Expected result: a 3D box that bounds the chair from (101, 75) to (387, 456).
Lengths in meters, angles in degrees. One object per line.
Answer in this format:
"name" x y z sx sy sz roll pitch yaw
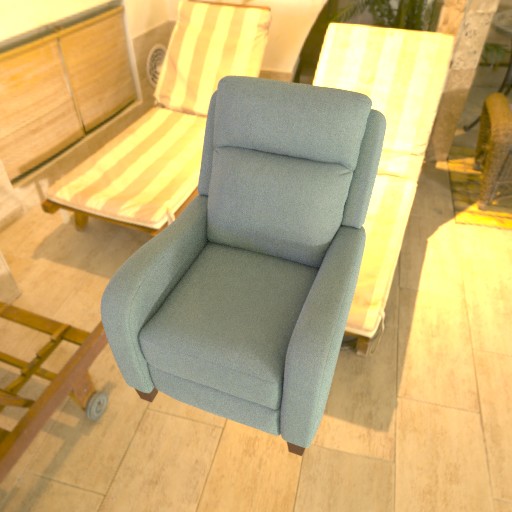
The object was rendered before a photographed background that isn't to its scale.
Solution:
"chair" 0.000 0.000 1.717 0.785 1.067 0.988 14 44 15
